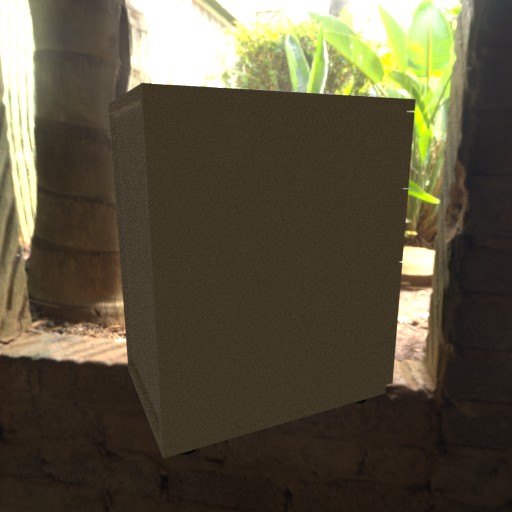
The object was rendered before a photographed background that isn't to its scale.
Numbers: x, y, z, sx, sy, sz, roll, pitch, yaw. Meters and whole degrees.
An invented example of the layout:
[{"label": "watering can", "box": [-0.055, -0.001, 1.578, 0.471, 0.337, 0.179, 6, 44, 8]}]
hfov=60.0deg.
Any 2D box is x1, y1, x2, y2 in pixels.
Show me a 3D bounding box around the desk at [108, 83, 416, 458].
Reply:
[{"label": "desk", "box": [0.000, 0.000, 1.106, 0.600, 0.730, 0.404, -6, 15, -24]}]
